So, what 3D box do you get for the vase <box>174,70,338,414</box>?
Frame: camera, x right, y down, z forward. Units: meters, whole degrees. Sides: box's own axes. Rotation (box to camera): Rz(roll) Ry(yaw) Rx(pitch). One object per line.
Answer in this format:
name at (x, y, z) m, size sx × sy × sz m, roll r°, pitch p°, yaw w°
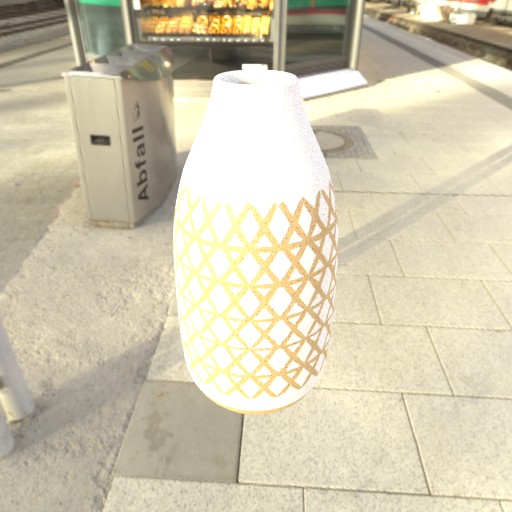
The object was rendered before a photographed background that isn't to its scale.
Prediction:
vase at (0.000, 0.000, 0.499) m, size 0.186 × 0.380 × 0.186 m, roll 0°, pitch 32°, yaw 0°
